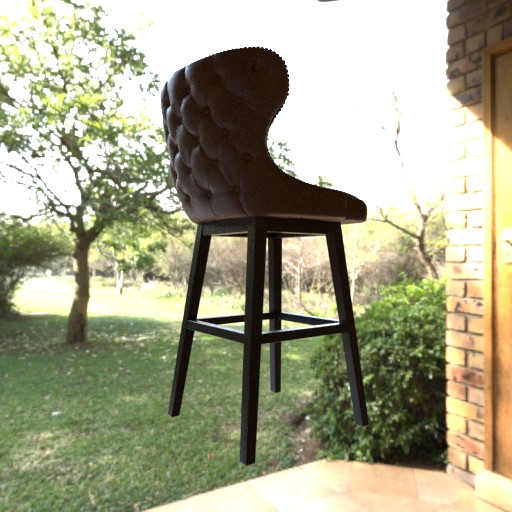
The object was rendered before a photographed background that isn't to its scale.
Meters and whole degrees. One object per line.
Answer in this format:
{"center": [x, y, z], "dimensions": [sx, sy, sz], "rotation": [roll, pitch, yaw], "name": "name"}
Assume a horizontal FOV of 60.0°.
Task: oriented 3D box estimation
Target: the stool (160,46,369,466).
{"center": [0.000, 0.000, 1.454], "dimensions": [0.606, 1.087, 0.591], "rotation": [0, -1, -36], "name": "stool"}
